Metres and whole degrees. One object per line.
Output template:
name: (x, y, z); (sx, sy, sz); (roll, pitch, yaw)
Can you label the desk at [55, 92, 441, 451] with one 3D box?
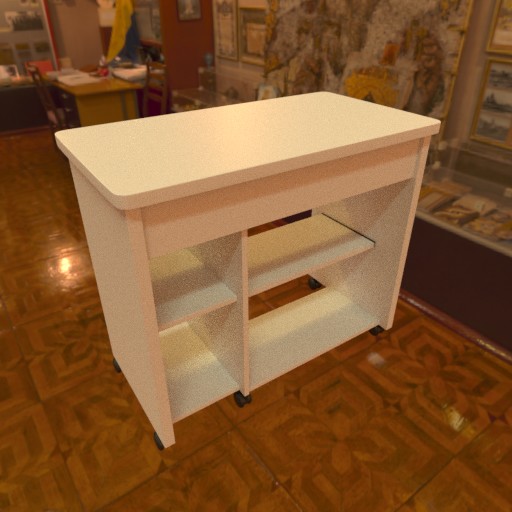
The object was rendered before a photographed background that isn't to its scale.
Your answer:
desk: (0.000, 0.000, 1.312); (0.877, 0.763, 0.475); (-19, 36, -28)
